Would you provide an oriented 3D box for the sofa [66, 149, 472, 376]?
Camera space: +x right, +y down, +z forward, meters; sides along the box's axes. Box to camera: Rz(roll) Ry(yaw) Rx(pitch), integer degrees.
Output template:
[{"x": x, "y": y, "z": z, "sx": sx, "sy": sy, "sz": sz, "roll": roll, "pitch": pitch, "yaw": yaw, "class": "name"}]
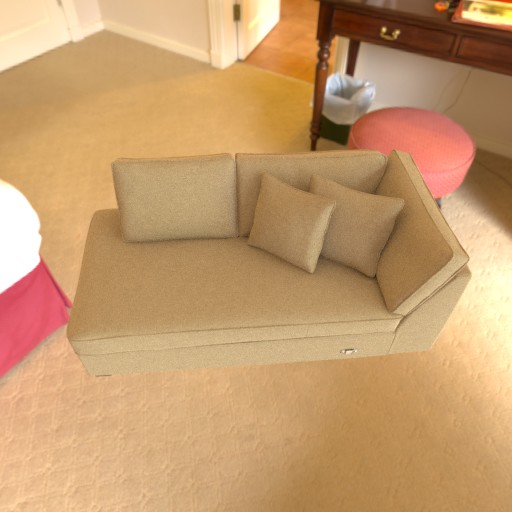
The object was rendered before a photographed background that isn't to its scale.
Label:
[{"x": 0.000, "y": 0.000, "z": 2.844, "sx": 2.237, "sy": 1.033, "sz": 1.110, "roll": -3, "pitch": 47, "yaw": -3, "class": "sofa"}]
